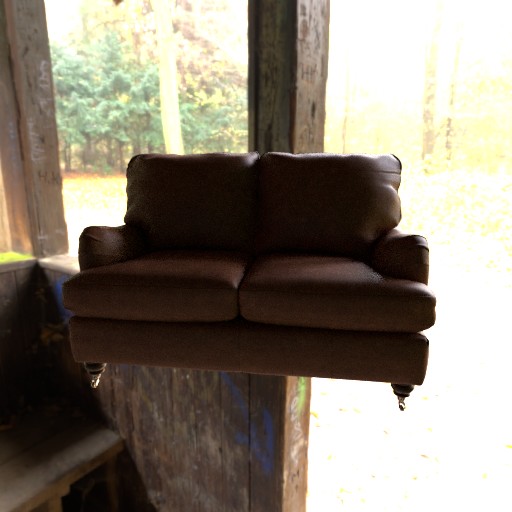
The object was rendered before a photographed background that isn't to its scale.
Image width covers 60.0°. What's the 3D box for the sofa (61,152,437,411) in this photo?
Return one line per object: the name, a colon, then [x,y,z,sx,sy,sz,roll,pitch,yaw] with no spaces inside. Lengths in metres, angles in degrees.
sofa: [0.000,0.000,2.211,1.527,1.004,1.077,2,15,8]
